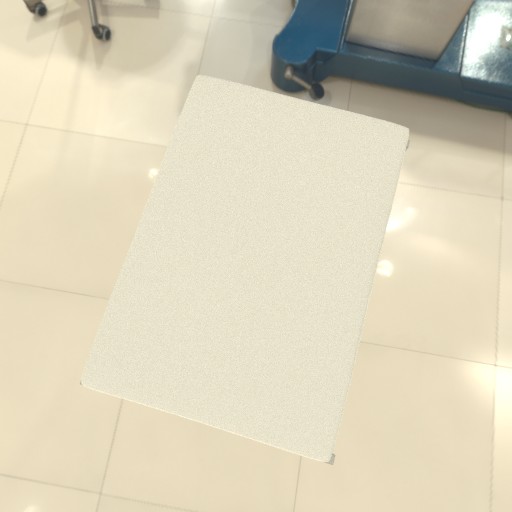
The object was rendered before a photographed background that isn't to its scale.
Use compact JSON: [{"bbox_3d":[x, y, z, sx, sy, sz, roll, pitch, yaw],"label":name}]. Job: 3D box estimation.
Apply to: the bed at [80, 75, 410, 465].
[{"bbox_3d":[0.000,0.000,2.645,1.460,0.510,1.985,16,77,4],"label":"bed"}]
